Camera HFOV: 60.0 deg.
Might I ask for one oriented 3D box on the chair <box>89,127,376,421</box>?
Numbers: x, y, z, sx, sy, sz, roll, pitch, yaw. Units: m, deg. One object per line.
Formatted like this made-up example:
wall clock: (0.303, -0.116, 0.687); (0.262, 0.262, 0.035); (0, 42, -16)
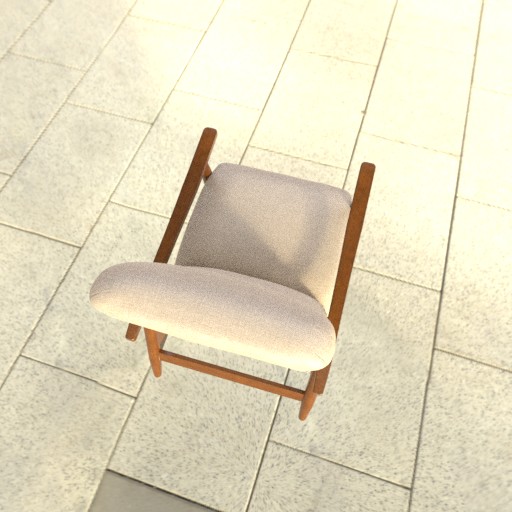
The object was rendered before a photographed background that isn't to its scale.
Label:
chair: (0.000, 0.000, 1.768); (0.762, 1.082, 1.030); (14, 64, 7)
